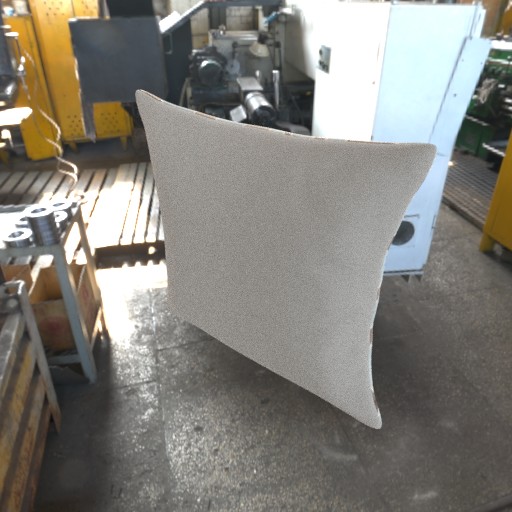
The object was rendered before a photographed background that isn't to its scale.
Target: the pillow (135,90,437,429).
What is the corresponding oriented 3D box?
[{"bbox_3d":[0.000,0.000,0.794,0.552,0.508,0.166,22,37,33],"label":"pillow"}]
